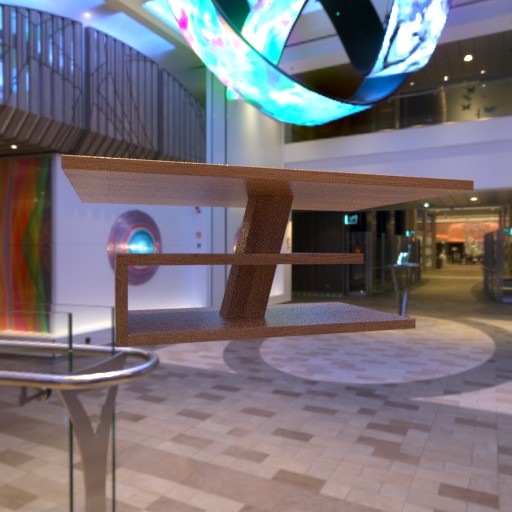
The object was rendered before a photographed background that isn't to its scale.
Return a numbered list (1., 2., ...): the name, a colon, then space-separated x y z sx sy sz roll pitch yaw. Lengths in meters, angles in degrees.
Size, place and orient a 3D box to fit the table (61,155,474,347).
1. table: 0.000 0.000 1.449 1.100 0.442 0.700 0 1 -18
